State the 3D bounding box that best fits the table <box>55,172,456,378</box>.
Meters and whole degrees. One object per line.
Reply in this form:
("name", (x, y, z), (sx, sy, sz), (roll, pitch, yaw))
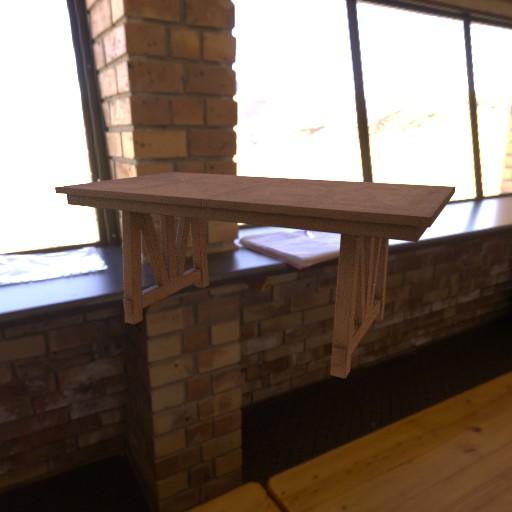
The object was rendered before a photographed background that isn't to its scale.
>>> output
("table", (0.000, 0.000, 2.463), (1.881, 0.768, 1.016), (8, 18, 27))
